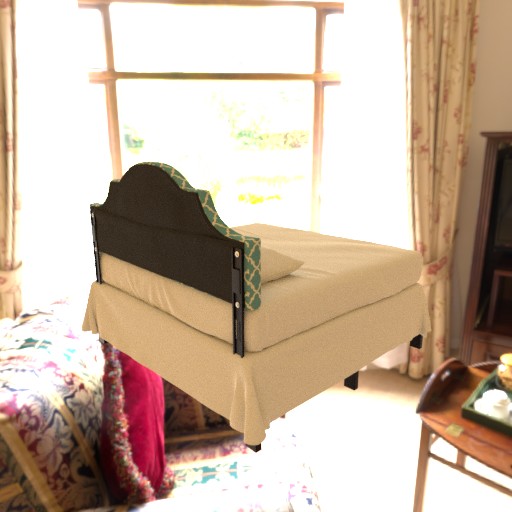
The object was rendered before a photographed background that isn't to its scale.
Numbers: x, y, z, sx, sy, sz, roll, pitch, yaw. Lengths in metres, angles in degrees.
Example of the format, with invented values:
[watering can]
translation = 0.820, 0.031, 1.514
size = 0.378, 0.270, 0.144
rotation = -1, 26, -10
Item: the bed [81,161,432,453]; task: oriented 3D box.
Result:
[bed]
translation = 0.000, 0.000, 3.712
size = 2.222, 1.601, 2.314
rotation = -13, 19, -42
